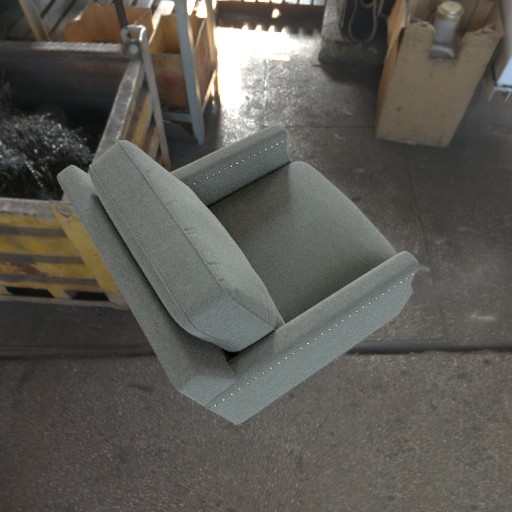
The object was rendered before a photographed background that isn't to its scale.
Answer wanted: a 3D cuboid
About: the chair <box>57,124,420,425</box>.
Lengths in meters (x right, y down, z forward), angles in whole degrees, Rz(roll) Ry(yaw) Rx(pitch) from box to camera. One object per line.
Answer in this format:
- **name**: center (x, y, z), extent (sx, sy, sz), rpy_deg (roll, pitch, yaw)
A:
- **chair**: center (0.000, 0.000, 1.755), extent (1.031, 1.031, 0.885), rpy_deg (-29, 62, -17)
